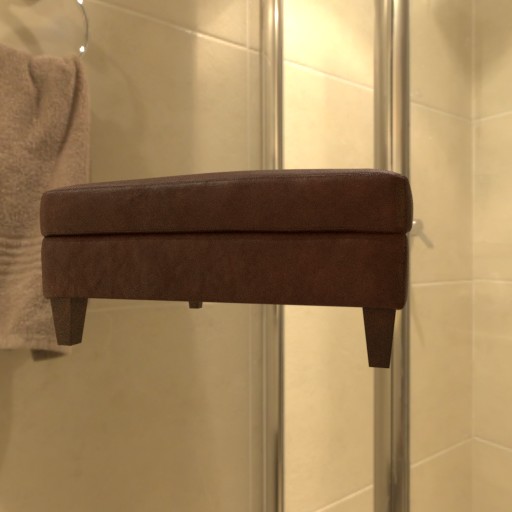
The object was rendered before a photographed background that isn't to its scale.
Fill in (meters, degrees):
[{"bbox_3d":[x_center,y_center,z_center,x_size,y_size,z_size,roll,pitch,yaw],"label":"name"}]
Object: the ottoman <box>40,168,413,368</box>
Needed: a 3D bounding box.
[{"bbox_3d":[0.000,0.000,1.297,0.836,0.415,0.844,0,0,17],"label":"ottoman"}]
